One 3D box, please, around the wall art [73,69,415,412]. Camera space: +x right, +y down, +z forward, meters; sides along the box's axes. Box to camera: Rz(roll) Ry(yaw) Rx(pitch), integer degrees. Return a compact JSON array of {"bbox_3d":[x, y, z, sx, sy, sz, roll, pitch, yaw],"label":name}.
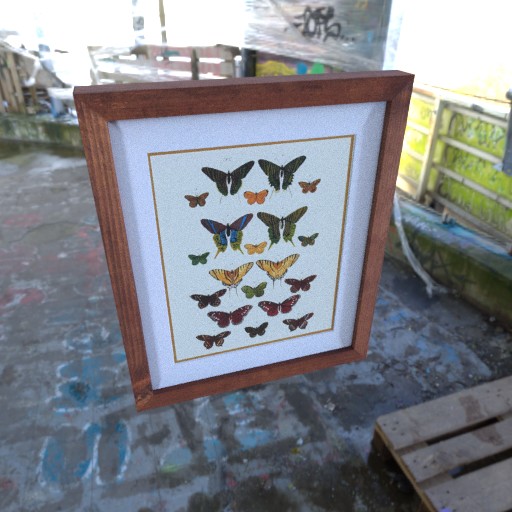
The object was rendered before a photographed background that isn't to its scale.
[{"bbox_3d":[0.000,0.000,0.601,0.377,0.449,0.039,-9,32,-15],"label":"wall art"}]
